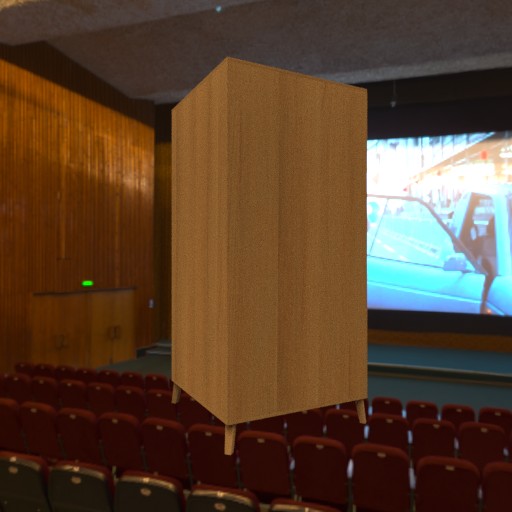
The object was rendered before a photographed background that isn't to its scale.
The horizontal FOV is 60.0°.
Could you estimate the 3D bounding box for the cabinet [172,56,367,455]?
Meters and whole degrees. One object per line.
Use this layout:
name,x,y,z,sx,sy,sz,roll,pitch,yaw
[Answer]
cabinet,0.000,0.000,2.639,1.272,1.957,0.969,0,0,17
